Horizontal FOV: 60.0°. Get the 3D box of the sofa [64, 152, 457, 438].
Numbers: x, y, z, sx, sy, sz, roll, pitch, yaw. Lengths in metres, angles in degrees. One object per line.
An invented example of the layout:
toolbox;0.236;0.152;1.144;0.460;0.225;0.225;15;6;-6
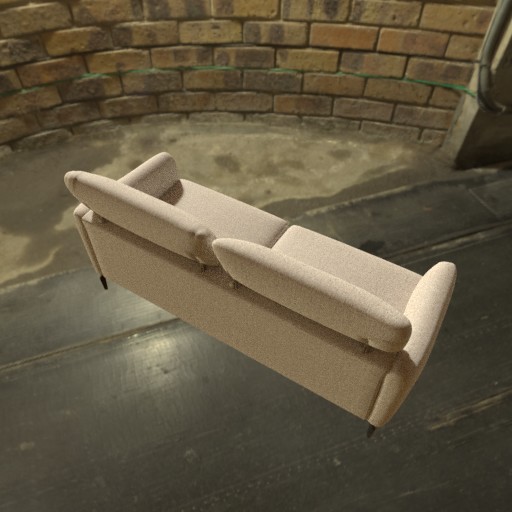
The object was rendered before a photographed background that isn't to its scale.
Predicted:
sofa;0.000;0.000;2.469;2.015;0.956;0.856;24;52;21
